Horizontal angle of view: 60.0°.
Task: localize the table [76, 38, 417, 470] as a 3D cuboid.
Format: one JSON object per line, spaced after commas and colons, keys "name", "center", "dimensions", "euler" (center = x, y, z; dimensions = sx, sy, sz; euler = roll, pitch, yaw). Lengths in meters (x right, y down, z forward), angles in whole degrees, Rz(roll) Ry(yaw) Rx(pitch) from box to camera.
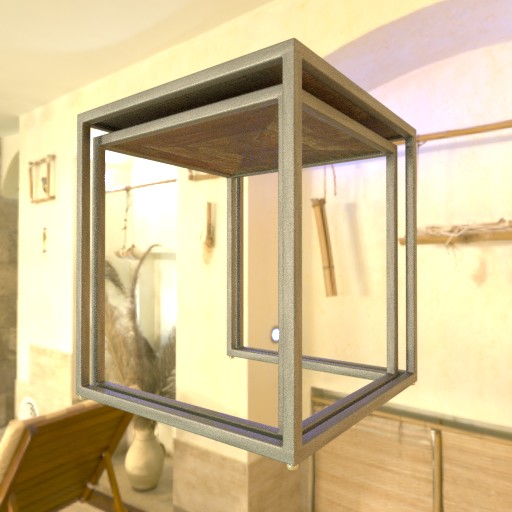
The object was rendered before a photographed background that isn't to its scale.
{"name": "table", "center": [0.000, 0.000, 0.819], "dimensions": [0.449, 0.500, 0.450], "euler": [0, -1, 37]}
